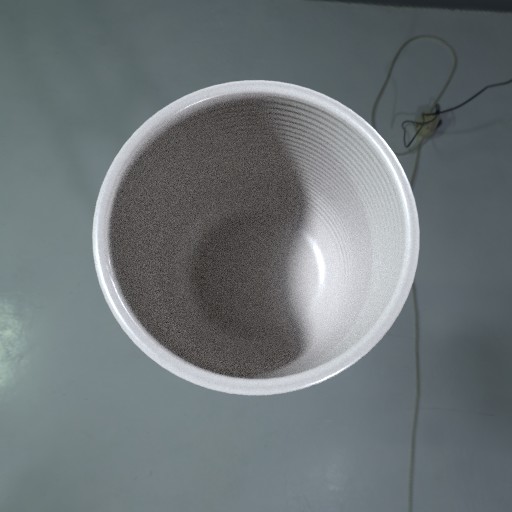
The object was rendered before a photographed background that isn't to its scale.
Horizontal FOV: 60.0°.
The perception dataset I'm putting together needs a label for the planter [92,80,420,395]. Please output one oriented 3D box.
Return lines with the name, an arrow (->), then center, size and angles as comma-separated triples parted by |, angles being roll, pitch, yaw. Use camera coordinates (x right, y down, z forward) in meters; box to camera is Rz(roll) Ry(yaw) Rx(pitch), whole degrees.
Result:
planter -> 0.000, 0.000, 0.220 | 0.124, 0.109, 0.124 | 0, 77, 0
